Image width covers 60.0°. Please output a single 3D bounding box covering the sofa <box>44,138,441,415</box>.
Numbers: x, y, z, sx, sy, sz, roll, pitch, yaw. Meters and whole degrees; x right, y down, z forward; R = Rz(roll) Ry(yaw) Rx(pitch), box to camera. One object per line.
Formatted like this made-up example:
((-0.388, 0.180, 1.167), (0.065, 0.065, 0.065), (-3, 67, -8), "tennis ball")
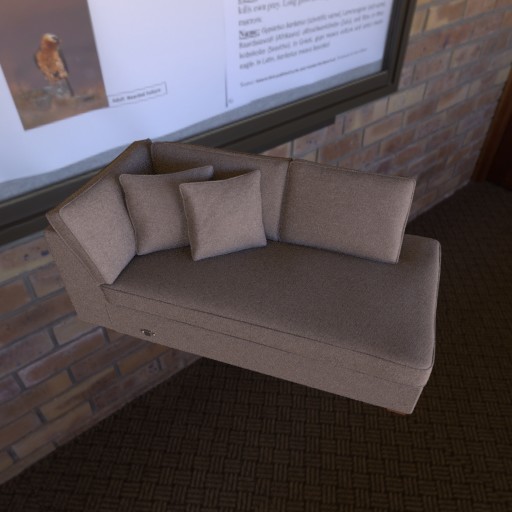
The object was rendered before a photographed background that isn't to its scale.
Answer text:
((0.000, 0.000, 2.819), (2.237, 1.033, 1.110), (12, 43, 14), "sofa")
